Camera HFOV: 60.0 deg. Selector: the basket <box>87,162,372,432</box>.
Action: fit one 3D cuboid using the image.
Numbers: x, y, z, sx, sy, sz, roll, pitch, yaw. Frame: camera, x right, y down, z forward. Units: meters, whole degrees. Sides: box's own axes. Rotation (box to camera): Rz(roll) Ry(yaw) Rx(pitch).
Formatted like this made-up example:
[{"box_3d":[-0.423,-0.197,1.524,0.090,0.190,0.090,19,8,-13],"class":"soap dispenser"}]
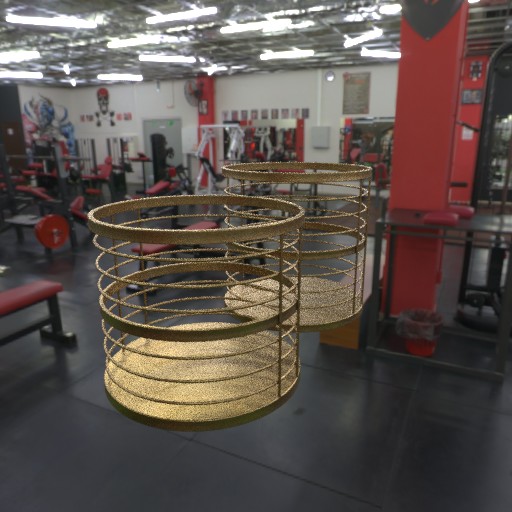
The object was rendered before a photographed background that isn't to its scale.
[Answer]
[{"box_3d":[0.000,0.000,0.946,0.356,0.351,0.746,8,18,28],"class":"basket"}]
